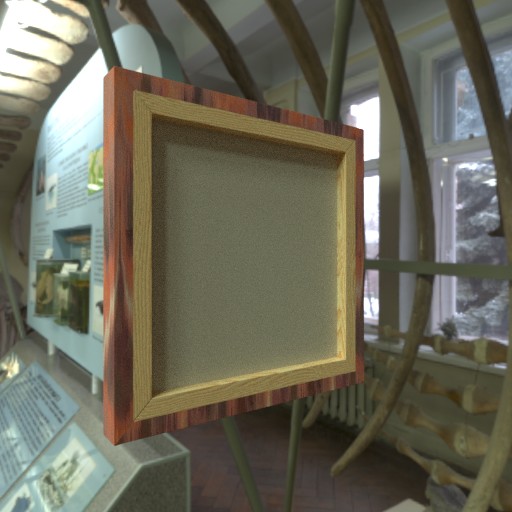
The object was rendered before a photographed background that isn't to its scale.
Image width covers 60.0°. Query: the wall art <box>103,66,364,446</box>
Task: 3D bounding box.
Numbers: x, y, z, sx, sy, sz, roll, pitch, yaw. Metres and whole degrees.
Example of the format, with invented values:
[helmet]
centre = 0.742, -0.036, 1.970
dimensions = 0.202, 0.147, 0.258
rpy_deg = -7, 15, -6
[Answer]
[wall art]
centre = 0.000, 0.000, 0.607
dimensions = 0.403, 0.406, 0.038
rpy_deg = 0, 0, -36
